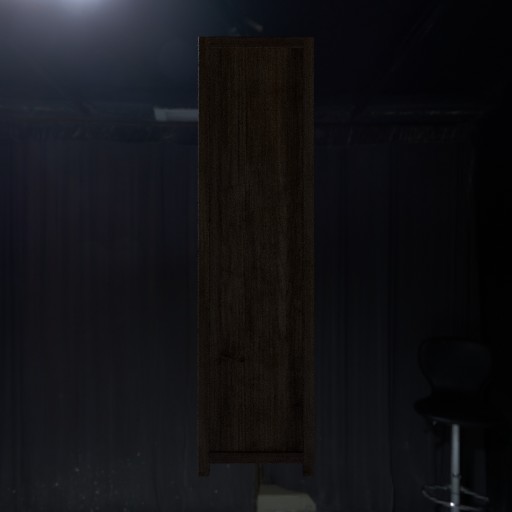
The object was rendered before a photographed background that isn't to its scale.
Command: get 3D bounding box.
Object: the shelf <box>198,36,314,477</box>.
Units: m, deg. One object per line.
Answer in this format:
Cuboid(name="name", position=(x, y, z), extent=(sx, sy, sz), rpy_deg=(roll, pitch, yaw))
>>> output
Cuboid(name="shelf", position=(0.000, 0.000, 2.126), extent=(0.500, 1.900, 0.428), rpy_deg=(0, -1, 0))
